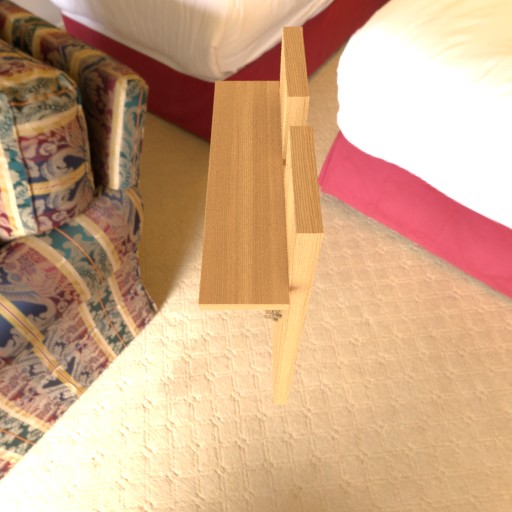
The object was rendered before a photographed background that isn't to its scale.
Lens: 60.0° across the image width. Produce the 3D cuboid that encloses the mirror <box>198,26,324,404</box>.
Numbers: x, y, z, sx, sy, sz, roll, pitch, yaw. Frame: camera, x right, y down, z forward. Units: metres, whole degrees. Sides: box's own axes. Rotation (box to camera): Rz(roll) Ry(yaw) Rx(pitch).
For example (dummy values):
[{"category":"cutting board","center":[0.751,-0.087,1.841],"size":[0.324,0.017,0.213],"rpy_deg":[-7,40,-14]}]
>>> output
[{"category":"mirror","center":[0.000,0.000,1.562],"size":[0.260,1.250,0.800],"rpy_deg":[0,57,0]}]
